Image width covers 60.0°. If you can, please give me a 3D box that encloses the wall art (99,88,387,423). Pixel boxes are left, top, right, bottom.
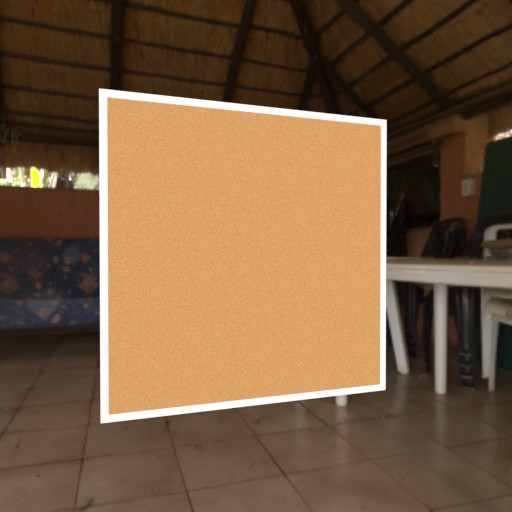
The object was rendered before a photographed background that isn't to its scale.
[{"bbox_3d":[0.000,0.000,1.147,0.762,0.762,0.038,0,1,-19],"label":"wall art"}]
